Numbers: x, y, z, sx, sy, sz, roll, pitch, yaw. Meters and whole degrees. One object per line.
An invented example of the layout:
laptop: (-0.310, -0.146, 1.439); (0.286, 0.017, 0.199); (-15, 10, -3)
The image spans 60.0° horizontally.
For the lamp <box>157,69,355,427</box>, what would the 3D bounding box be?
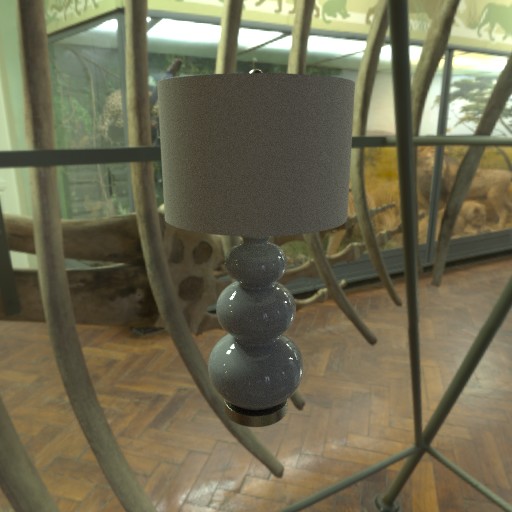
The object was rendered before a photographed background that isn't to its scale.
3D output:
lamp: (0.000, 0.000, 0.933); (0.367, 0.730, 0.367); (-8, 18, -27)
